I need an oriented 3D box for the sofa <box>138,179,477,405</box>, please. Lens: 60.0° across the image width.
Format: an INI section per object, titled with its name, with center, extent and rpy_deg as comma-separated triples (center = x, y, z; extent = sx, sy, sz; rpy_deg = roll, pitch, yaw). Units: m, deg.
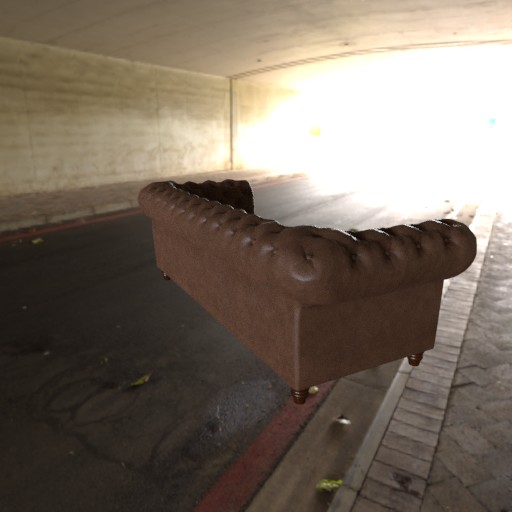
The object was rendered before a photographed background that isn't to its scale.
[sofa]
center = 0.000, 0.000, 2.781
extent = 0.944, 0.783, 2.385
rpy_deg = -8, 17, -27
